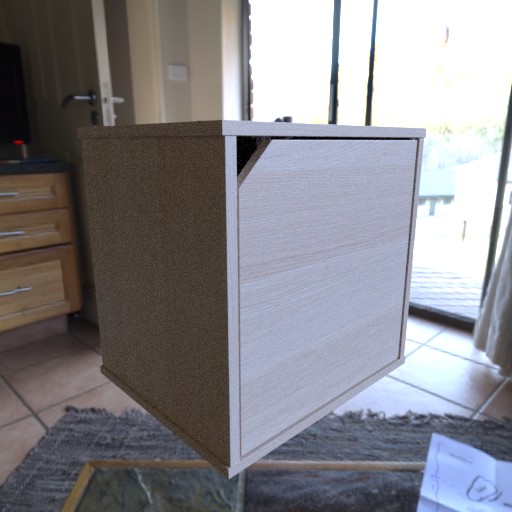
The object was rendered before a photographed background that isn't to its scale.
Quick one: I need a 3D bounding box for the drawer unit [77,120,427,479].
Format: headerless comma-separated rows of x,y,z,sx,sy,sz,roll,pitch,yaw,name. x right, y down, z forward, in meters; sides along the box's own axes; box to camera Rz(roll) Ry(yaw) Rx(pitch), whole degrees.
0.000,0.000,0.617,0.349,0.344,0.290,-13,20,-42,drawer unit
